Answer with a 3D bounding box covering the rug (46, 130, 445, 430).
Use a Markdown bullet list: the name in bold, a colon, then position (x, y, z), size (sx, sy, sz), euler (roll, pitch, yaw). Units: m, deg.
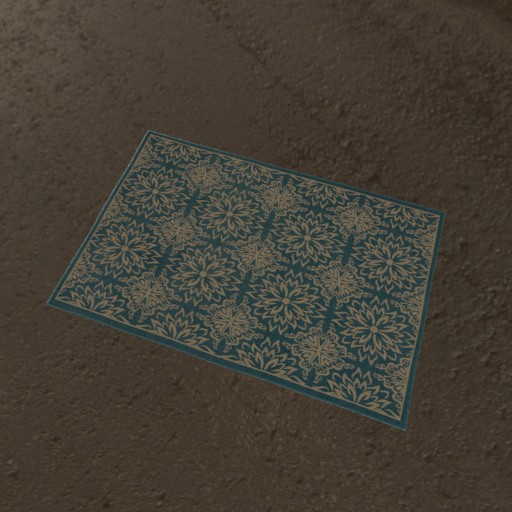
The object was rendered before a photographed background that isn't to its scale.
- **rug**: position (0.000, 0.000, 2.367), size (1.833, 0.012, 1.211), euler (17, 65, 8)
